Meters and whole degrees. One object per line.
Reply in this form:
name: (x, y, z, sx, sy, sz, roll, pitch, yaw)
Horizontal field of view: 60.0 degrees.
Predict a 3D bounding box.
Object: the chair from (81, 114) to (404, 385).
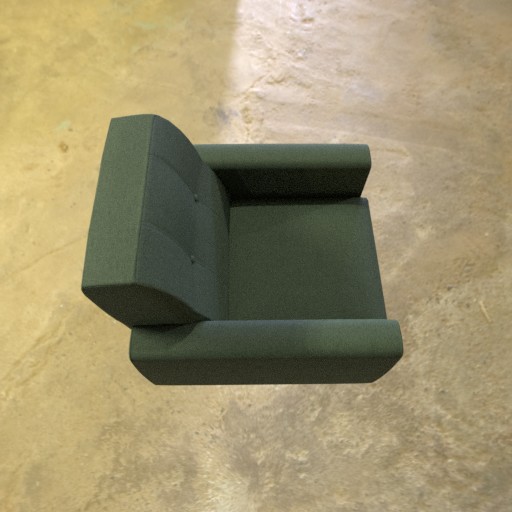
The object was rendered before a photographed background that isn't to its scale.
chair: (0.000, 0.000, 1.597, 0.909, 0.841, 0.831, -1, 63, 0)
